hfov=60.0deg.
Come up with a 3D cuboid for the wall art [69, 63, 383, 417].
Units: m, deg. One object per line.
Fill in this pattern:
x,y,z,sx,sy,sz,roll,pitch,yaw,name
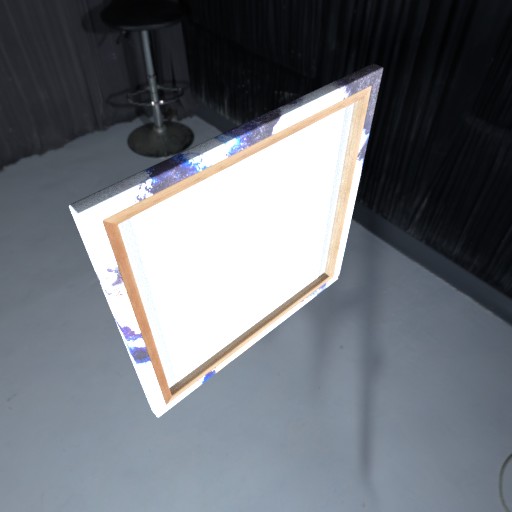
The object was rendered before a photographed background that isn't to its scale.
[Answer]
0.000,0.000,1.325,0.887,0.885,0.038,-33,55,-27,wall art
